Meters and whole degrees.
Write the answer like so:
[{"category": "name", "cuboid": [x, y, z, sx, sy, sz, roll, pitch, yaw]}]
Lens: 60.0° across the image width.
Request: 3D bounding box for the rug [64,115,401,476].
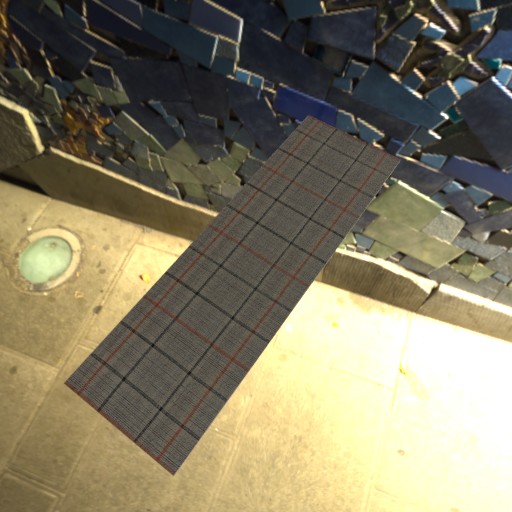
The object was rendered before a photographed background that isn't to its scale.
[{"category": "rug", "cuboid": [0.000, 0.000, 2.727, 0.762, 0.008, 2.439, 32, 65, 17]}]
